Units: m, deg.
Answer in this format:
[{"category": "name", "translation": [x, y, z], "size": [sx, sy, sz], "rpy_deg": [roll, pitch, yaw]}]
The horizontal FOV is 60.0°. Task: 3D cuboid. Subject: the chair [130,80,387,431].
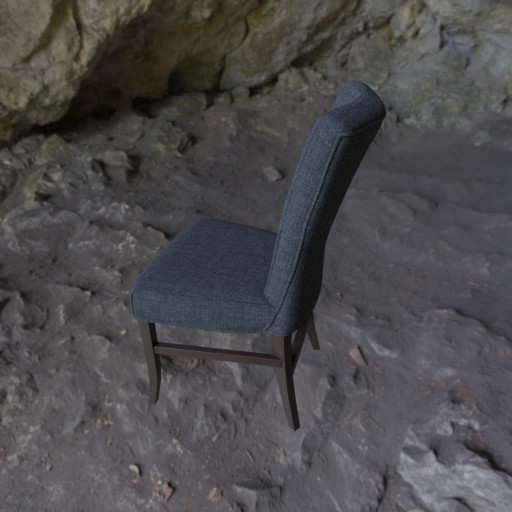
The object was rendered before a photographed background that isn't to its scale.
[{"category": "chair", "translation": [0.000, 0.000, 1.385], "size": [0.660, 0.991, 0.520], "rpy_deg": [9, 31, 15]}]
